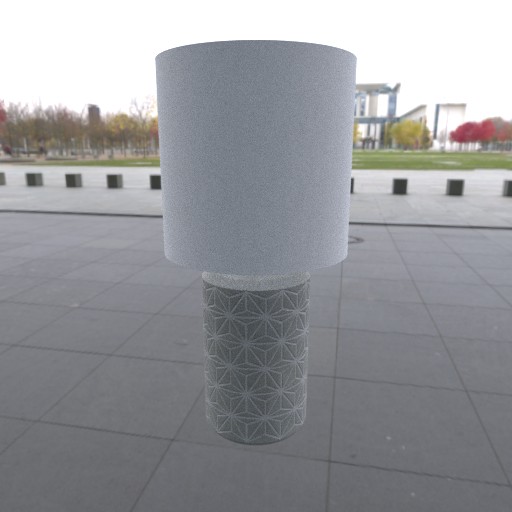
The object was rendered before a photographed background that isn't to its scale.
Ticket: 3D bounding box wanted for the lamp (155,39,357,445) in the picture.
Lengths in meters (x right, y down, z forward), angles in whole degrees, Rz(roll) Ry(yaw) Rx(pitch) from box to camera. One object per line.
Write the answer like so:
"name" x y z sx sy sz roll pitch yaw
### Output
"lamp" 0.000 0.000 0.512 0.206 0.416 0.206 7 15 26
